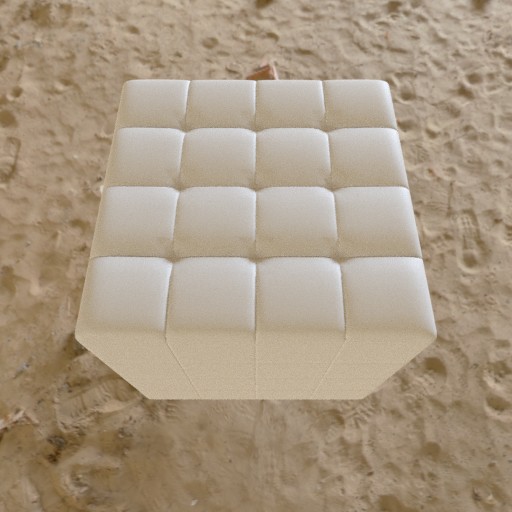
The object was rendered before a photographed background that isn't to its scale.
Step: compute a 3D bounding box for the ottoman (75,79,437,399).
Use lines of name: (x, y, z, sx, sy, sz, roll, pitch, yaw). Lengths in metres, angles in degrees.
ottoman: (0.000, 0.000, 0.784, 0.425, 0.432, 0.425, 0, 63, 0)
